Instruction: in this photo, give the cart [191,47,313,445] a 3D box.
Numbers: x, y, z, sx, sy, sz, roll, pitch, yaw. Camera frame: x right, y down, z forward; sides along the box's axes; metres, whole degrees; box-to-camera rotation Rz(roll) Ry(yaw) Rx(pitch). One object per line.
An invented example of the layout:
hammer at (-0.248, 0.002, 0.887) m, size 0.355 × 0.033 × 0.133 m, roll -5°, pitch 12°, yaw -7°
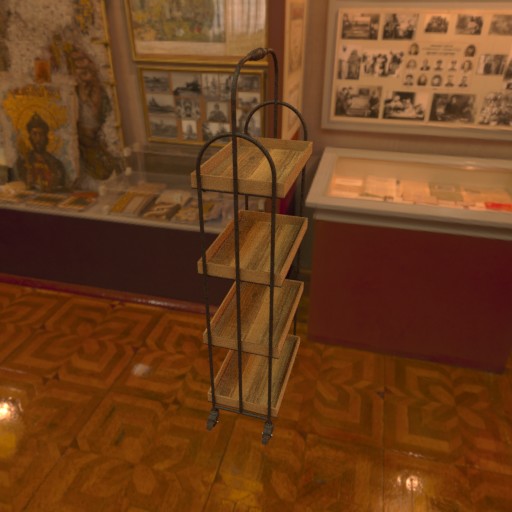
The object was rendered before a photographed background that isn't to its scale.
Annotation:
cart at (0.000, 0.000, 1.742) m, size 0.308 × 1.481 × 0.581 m, roll 8°, pitch 31°, yaw 14°
